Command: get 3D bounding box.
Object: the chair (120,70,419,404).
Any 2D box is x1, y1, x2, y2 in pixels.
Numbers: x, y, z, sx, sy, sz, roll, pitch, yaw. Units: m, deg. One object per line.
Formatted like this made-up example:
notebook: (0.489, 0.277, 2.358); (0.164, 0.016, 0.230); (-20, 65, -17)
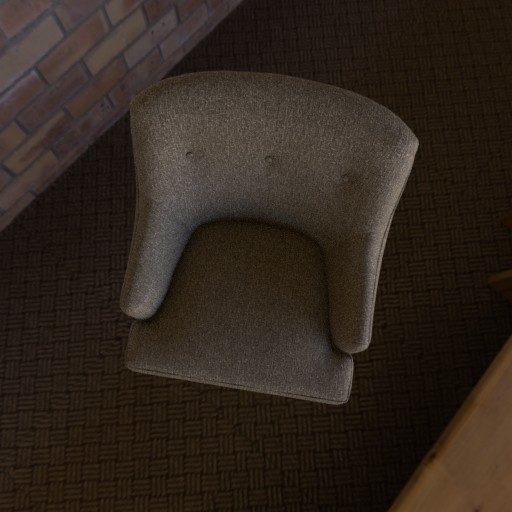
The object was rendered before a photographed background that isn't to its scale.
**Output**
chair: (0.000, 0.000, 1.579); (0.864, 0.856, 0.923); (9, 76, 2)
